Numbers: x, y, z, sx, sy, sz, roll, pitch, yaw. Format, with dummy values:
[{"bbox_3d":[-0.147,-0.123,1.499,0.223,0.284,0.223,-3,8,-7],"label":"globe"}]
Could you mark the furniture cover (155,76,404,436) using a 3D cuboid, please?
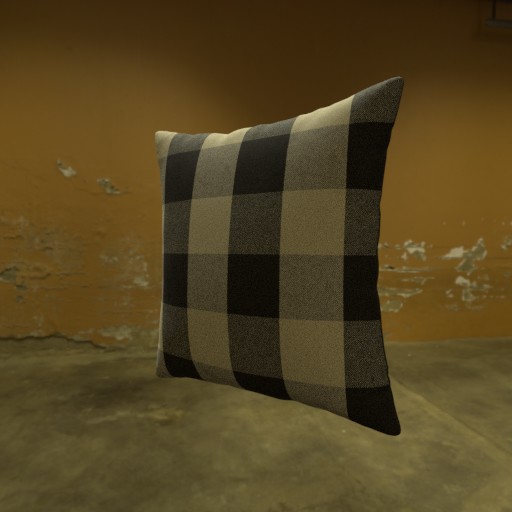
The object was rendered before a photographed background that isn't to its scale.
[{"bbox_3d":[0.000,0.000,0.774,0.511,0.509,0.161,1,1,36],"label":"furniture cover"}]
